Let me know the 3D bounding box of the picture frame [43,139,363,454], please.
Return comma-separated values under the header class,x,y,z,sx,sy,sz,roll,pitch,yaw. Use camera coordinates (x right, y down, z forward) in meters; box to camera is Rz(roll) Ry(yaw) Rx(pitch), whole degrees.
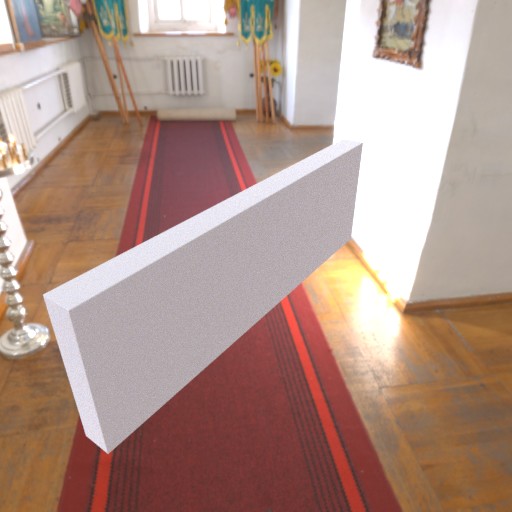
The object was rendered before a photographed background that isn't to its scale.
class,x,y,z,sx,sy,sz,roll,pitch,yaw
picture frame,0.000,0.000,0.821,0.050,0.250,0.759,21,37,30
